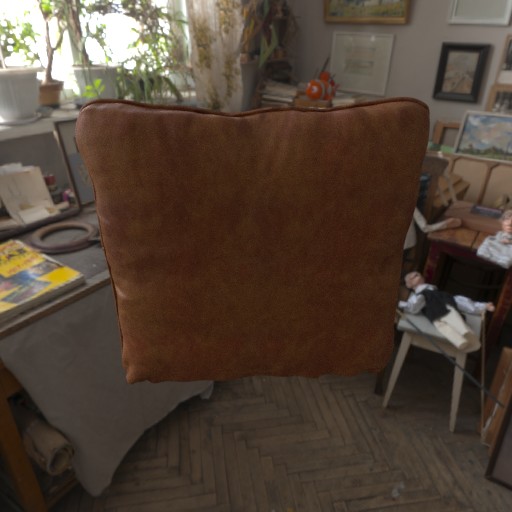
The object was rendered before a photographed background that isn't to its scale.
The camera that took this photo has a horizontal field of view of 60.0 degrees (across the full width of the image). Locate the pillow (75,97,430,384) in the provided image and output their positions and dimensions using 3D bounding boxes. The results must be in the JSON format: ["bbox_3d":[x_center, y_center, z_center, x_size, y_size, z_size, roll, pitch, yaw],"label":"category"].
[{"bbox_3d":[0.000,0.000,0.716,0.489,0.490,0.130,-1,28,-2],"label":"pillow"}]
